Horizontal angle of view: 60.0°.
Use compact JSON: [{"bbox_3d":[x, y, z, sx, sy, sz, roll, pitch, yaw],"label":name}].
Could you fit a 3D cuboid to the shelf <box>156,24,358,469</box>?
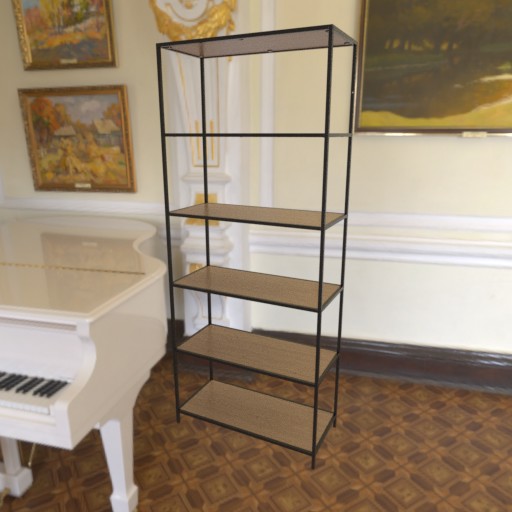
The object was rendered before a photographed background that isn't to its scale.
[{"bbox_3d":[0.000,0.000,2.099,0.770,1.850,0.350,8,17,25],"label":"shelf"}]
